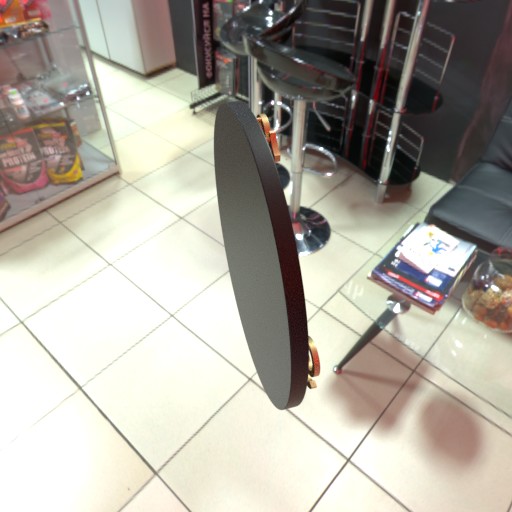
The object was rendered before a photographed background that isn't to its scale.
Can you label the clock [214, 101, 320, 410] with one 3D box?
[{"bbox_3d":[0.000,0.000,0.684,0.038,0.454,0.454,-11,47,-10],"label":"clock"}]
